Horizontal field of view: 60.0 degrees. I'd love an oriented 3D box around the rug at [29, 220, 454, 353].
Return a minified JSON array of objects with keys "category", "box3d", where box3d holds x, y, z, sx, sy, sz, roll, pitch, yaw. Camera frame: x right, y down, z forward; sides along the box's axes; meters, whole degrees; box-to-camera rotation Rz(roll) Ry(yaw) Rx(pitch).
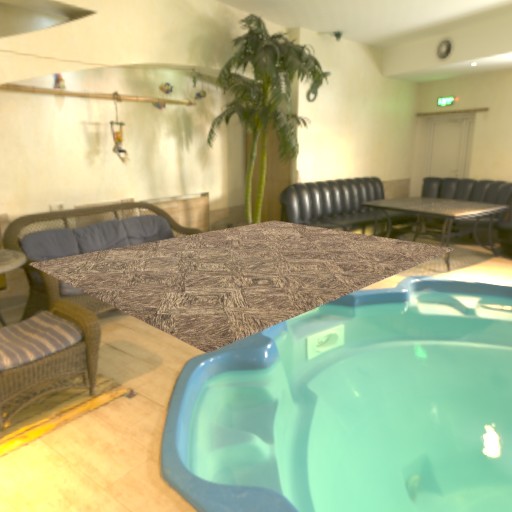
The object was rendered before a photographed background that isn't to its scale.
[{"category":"rug","box3d":[0.000,0.000,4.158,2.448,0.017,3.204,13,19,43]}]
